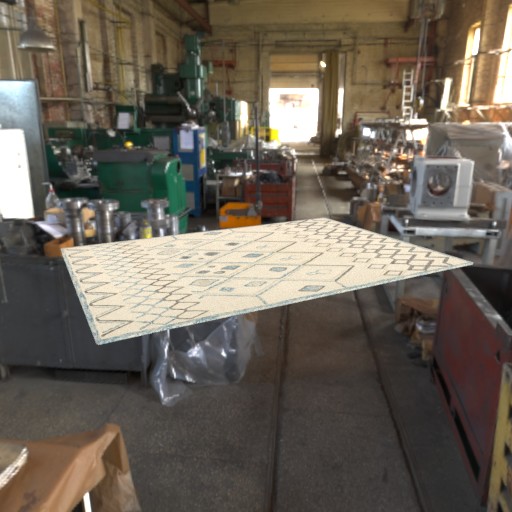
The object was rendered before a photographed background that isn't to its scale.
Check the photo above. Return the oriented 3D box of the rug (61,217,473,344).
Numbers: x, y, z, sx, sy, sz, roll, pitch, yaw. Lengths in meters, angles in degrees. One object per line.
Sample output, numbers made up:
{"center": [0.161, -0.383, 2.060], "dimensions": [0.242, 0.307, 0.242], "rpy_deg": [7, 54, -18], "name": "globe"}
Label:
{"center": [0.000, 0.000, 2.361], "dimensions": [1.820, 0.009, 1.260], "rpy_deg": [-9, 19, -27], "name": "rug"}
